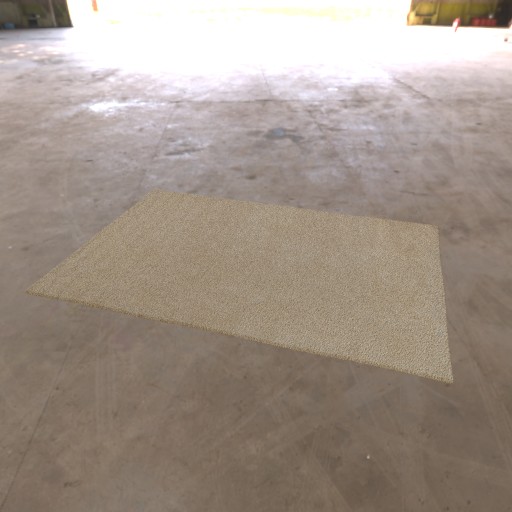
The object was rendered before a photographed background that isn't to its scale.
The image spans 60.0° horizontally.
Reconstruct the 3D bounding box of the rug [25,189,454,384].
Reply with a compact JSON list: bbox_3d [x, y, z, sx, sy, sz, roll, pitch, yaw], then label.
[{"bbox_3d":[0.000,0.000,3.372,2.699,0.025,1.800,9,33,14],"label":"rug"}]
